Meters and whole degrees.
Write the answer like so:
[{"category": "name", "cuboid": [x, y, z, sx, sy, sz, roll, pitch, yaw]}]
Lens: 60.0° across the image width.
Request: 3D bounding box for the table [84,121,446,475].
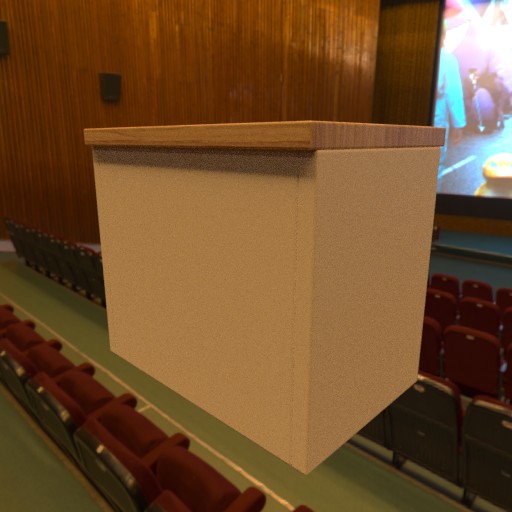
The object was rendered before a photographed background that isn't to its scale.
[{"category": "table", "cuboid": [0.000, 0.000, 0.794, 0.500, 0.440, 0.360, 14, 20, 42]}]
